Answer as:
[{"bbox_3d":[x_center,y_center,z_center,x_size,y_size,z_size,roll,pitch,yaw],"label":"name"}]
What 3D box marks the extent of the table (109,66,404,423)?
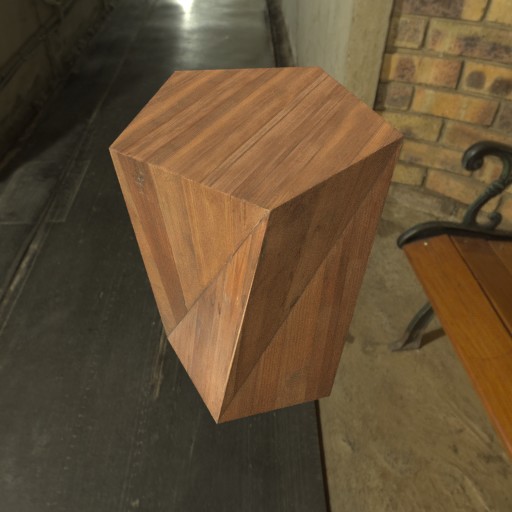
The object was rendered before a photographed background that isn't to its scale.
[{"bbox_3d":[0.000,0.000,0.890,0.425,0.604,0.441,-30,53,-26],"label":"table"}]
